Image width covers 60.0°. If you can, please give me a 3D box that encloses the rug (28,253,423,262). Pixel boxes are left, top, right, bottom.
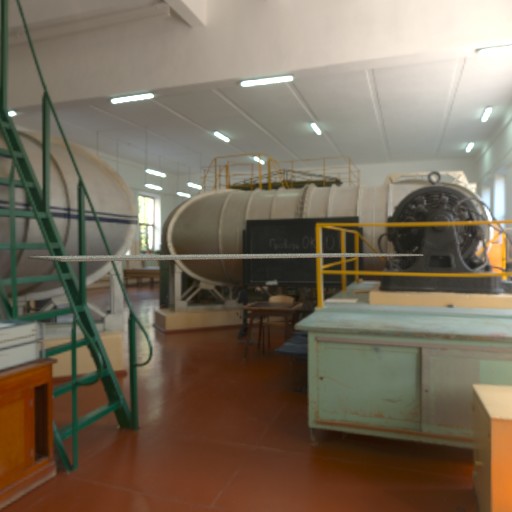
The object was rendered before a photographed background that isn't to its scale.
[{"bbox_3d":[0.000,0.000,2.481,2.196,0.011,0.662,-1,1,-36],"label":"rug"}]
